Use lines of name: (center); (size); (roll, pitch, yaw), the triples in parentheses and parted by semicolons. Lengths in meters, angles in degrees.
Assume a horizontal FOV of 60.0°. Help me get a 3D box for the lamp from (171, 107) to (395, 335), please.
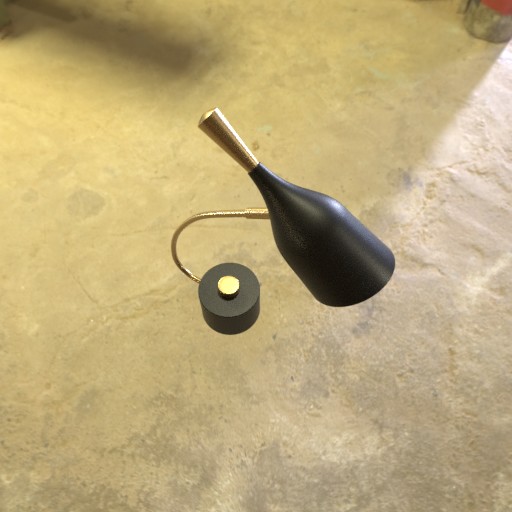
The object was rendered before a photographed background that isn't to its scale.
lamp: (0.000, 0.000, 0.628); (0.352, 0.464, 0.110); (28, 62, 16)
